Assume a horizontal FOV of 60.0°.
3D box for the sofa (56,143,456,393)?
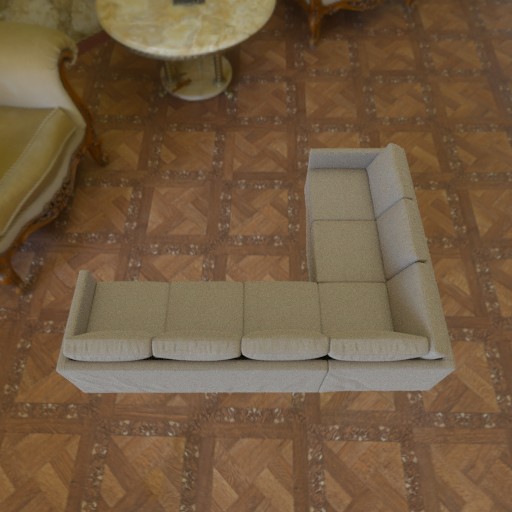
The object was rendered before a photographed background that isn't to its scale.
[{"bbox_3d":[0.000,0.000,4.330,3.182,0.871,2.432,0,58,0],"label":"sofa"}]
